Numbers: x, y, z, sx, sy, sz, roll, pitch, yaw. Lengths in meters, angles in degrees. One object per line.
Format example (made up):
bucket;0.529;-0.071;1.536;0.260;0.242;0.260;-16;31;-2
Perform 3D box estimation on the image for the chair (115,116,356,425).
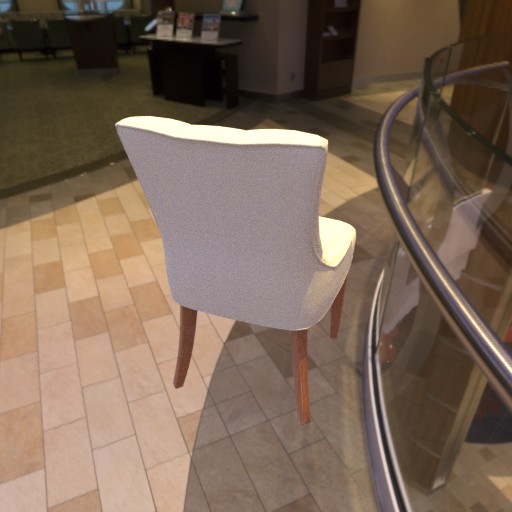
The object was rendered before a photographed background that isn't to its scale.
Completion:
chair;0.000;0.000;1.273;0.509;0.874;0.565;10;33;16
